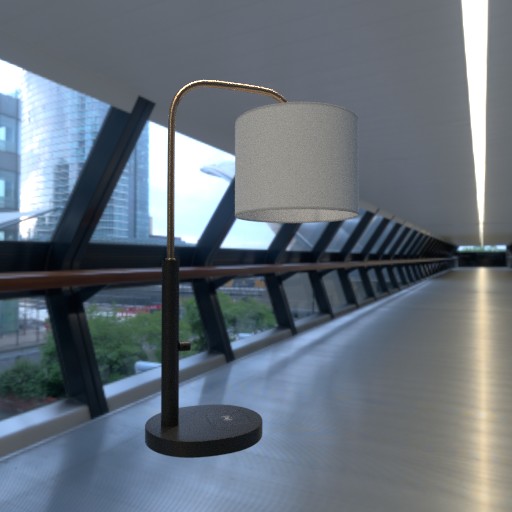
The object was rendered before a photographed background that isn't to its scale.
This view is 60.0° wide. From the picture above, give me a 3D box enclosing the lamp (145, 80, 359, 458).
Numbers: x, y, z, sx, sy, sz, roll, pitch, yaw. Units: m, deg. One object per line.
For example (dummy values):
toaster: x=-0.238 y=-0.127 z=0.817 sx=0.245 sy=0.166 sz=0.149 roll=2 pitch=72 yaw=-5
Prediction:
lamp: x=0.000 y=0.000 z=0.699 sx=0.337 sy=0.540 sz=0.199 roll=0 pitch=-2 yaw=-19
